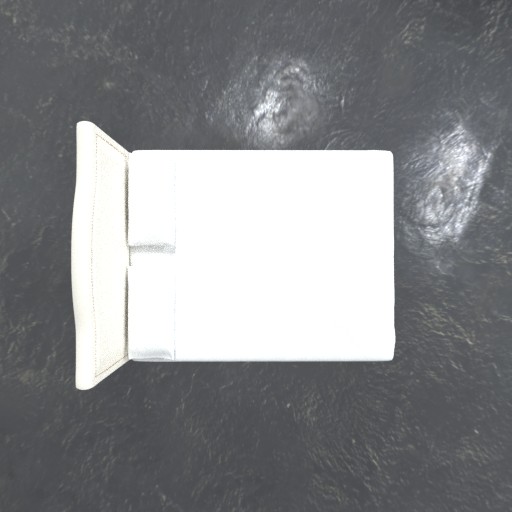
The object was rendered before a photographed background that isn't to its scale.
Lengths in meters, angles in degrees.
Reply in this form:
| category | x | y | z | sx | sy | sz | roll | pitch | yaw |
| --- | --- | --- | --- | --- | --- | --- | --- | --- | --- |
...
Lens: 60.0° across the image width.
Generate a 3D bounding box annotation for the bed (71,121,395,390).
| category | x | y | z | sx | sy | sz | roll | pitch | yaw |
| --- | --- | --- | --- | --- | --- | --- | --- | --- | --- |
| bed | 0.000 | 0.000 | 3.433 | 2.282 | 1.436 | 1.821 | 0 | 90 | 0 |
